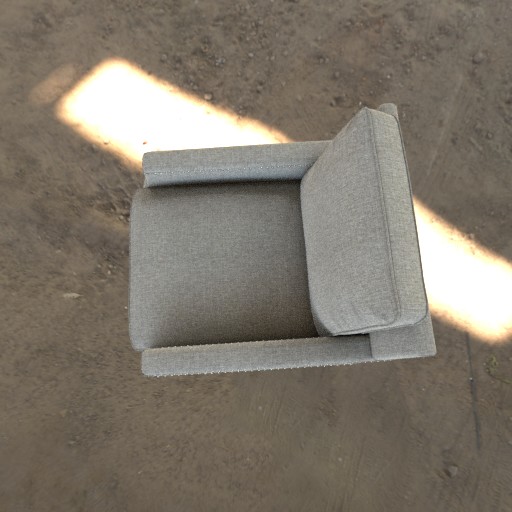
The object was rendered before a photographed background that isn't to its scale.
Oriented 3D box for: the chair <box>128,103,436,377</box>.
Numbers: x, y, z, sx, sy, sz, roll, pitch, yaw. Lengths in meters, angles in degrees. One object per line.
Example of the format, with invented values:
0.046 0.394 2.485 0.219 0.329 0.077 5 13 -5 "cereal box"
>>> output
0.000 0.000 1.711 1.014 0.943 0.853 -3 75 -1 "chair"
